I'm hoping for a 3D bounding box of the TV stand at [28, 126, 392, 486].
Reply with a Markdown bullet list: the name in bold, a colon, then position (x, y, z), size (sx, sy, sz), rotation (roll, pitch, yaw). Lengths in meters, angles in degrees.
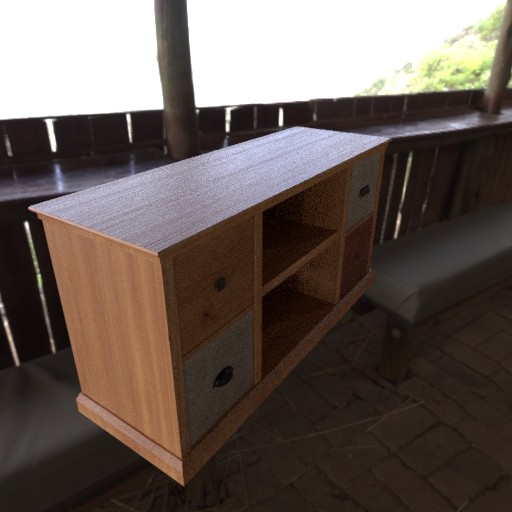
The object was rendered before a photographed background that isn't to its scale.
- **TV stand**: position (0.000, 0.000, 1.445), size (0.417, 0.607, 1.181), rotation (17, 31, 31)
